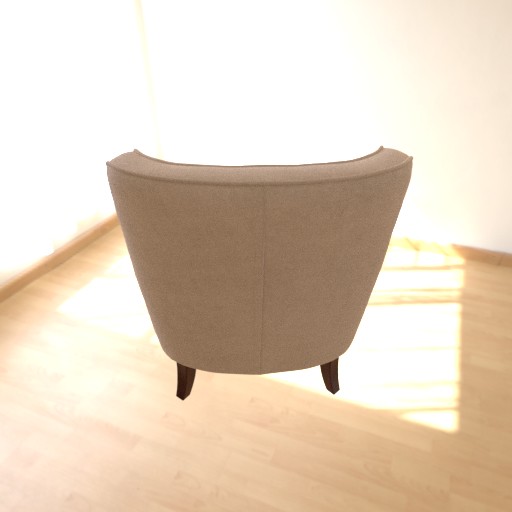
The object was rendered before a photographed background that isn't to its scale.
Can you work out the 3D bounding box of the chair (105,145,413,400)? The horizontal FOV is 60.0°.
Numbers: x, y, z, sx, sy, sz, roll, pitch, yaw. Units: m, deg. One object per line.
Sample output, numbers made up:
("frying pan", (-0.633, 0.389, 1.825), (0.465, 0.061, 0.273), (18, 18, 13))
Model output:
("chair", (0.000, 0.000, 1.555), (0.781, 0.920, 0.910), (-1, 31, -2))
